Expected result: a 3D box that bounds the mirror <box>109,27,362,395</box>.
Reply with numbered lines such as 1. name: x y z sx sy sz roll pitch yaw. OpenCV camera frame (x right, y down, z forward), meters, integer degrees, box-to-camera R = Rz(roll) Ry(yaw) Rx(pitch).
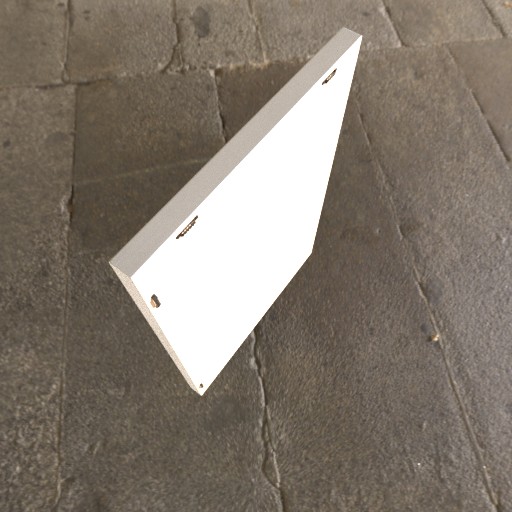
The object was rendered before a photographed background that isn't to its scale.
1. mirror: 0.000 0.000 0.903 0.040 0.710 0.507 33 67 16
